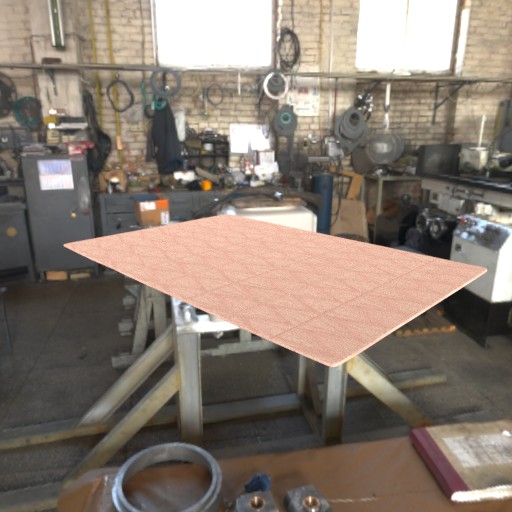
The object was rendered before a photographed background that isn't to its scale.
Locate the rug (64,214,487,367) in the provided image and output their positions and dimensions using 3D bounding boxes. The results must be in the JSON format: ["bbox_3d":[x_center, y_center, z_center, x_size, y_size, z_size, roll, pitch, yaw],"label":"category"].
[{"bbox_3d":[0.000,0.000,2.943,1.609,0.015,2.390,-16,23,-43],"label":"rug"}]
